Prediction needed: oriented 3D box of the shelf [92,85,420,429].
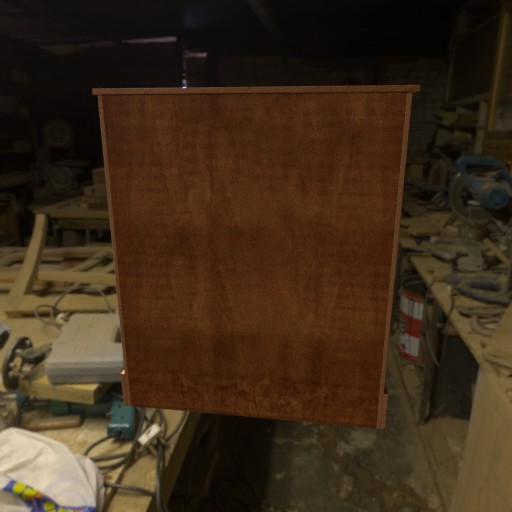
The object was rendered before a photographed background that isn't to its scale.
[{"bbox_3d":[0.000,0.000,1.402,0.840,0.980,0.291,2,17,8],"label":"shelf"}]
